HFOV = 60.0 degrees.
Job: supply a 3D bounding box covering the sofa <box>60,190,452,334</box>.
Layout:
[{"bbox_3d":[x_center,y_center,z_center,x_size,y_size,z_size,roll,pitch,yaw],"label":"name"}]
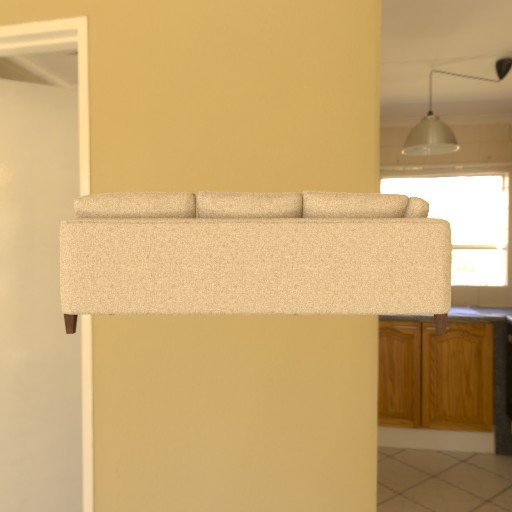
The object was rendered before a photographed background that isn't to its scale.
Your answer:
[{"bbox_3d":[0.000,0.000,4.574,2.593,0.959,3.460,0,1,0],"label":"sofa"}]
